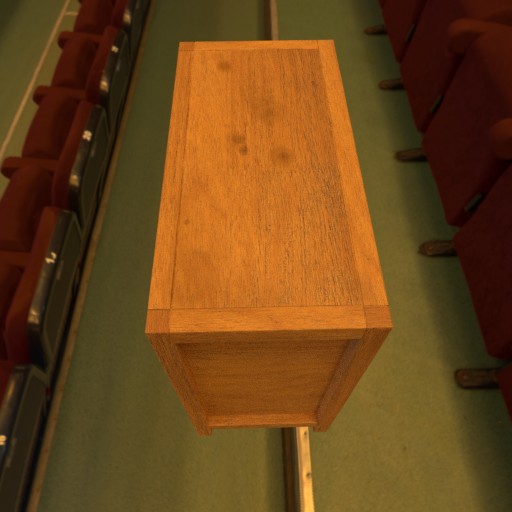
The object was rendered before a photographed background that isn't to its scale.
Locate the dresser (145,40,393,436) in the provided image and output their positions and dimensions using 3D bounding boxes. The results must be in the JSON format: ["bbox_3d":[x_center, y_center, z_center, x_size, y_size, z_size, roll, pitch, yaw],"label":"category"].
[{"bbox_3d":[0.000,0.000,1.262,0.427,0.804,0.804,-1,57,-1],"label":"dresser"}]
